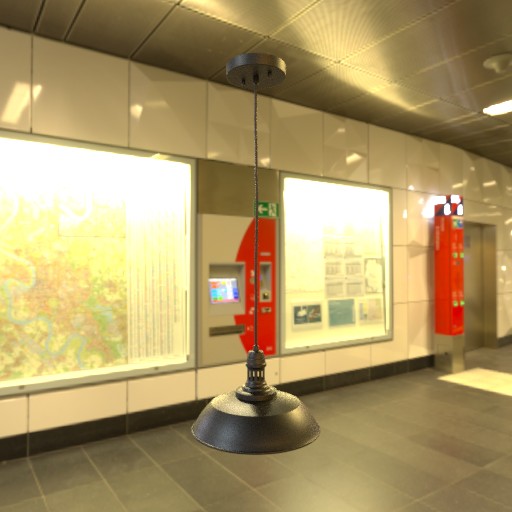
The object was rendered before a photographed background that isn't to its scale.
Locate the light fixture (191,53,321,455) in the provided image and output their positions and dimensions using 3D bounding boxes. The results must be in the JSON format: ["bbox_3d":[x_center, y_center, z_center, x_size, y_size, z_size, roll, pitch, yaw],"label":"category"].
[{"bbox_3d":[0.000,0.000,1.155,0.331,0.993,0.331,-1,-1,36],"label":"light fixture"}]
